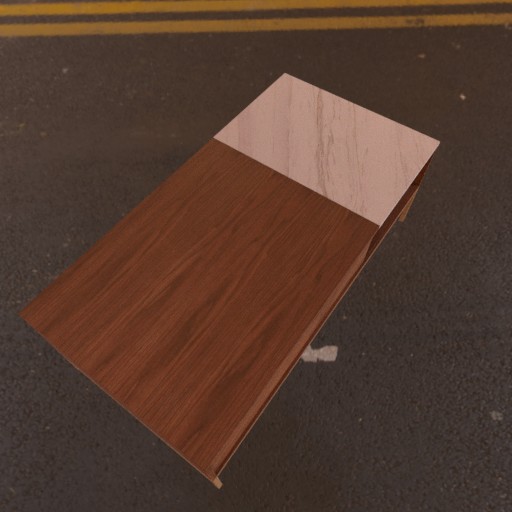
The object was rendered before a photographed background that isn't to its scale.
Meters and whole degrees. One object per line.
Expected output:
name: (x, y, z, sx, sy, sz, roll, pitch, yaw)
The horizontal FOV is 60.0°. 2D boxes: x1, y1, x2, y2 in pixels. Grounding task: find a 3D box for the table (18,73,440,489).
table: (0.000, 0.000, 1.887, 0.789, 0.551, 1.553, 32, 63, 18)
